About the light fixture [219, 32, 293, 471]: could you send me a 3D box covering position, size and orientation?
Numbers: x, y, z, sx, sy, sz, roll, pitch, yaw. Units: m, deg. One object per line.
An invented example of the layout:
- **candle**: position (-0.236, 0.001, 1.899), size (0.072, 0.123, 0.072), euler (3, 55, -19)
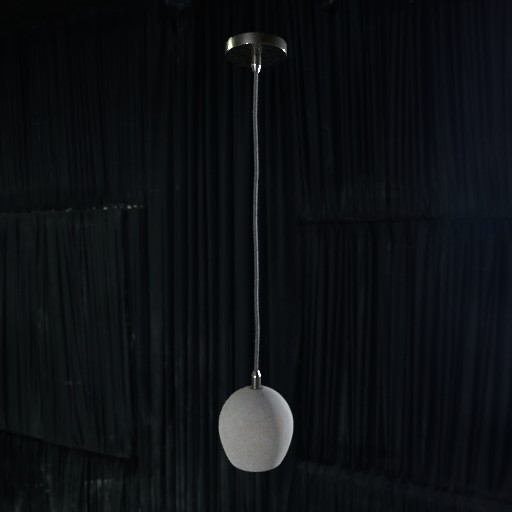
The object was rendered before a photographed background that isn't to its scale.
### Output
- **light fixture**: position (0.000, 0.000, 0.821), size (0.139, 0.764, 0.139), euler (1, 2, 18)
